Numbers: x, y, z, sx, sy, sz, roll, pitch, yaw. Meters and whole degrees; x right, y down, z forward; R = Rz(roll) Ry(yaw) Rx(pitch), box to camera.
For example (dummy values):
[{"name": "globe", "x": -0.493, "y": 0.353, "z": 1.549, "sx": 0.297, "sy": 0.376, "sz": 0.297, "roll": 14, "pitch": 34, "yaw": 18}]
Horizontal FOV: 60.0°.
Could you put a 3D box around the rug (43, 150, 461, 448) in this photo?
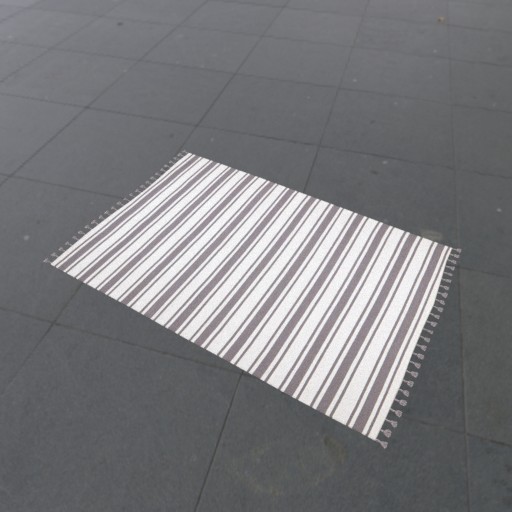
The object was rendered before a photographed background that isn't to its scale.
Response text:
[{"name": "rug", "x": 0.000, "y": 0.000, "z": 3.019, "sx": 2.425, "sy": 0.014, "sz": 1.563, "roll": 23, "pitch": 51, "yaw": 21}]
